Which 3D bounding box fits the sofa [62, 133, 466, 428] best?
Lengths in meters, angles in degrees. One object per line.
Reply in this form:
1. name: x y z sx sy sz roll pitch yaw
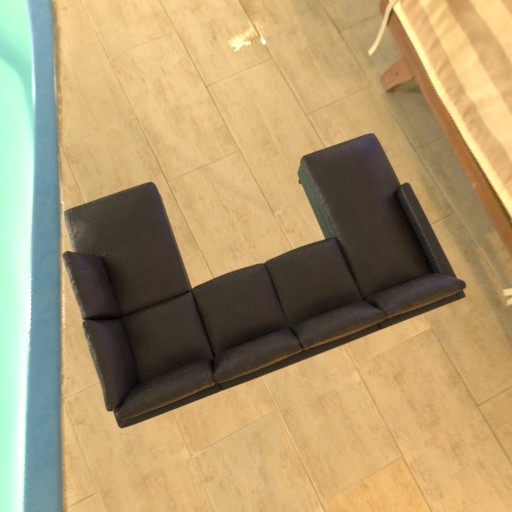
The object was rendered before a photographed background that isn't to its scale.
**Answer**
1. sofa: 0.000 0.000 3.882 2.956 0.900 1.939 -20 76 -5
